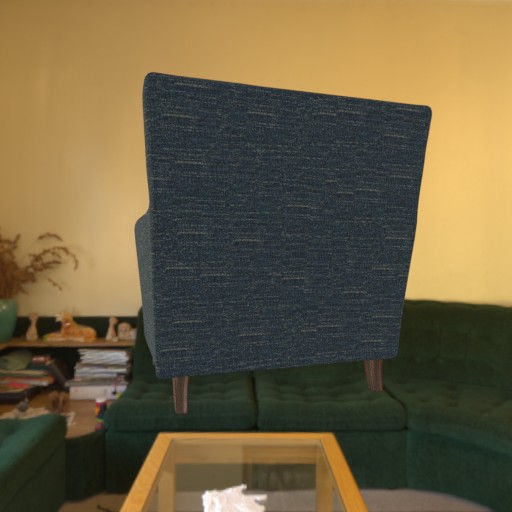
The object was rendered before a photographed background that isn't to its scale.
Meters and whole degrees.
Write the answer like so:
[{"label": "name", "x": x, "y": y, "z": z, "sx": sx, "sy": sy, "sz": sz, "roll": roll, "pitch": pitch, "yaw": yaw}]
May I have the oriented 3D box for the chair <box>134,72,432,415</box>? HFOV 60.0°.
[{"label": "chair", "x": 0.000, "y": 0.000, "z": 1.635, "sx": 0.864, "sy": 0.928, "sz": 0.873, "roll": 0, "pitch": 1, "yaw": -18}]
